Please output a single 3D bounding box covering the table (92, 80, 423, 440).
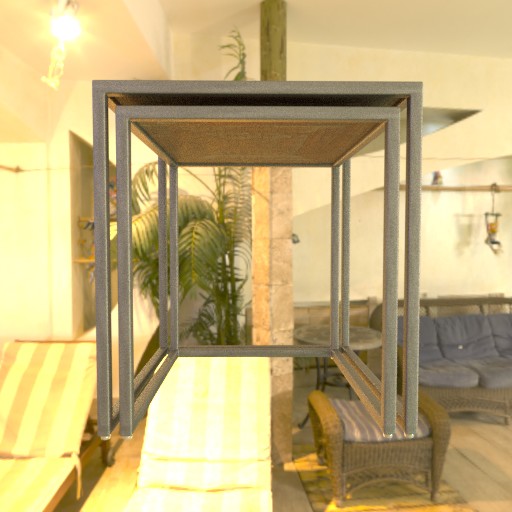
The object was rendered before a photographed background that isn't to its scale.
[{"bbox_3d":[0.000,0.000,0.834,0.450,0.500,0.449,0,3,-1],"label":"table"}]
